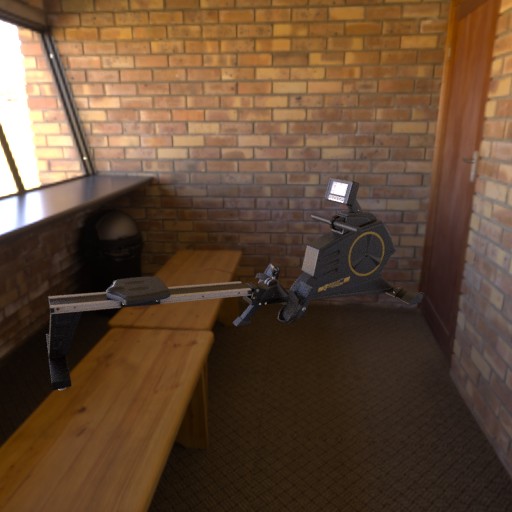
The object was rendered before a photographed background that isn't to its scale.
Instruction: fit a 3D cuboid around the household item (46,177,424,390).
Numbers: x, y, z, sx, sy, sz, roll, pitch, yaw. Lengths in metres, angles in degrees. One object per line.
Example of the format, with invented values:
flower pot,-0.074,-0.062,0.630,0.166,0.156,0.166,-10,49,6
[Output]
household item,0.000,0.000,2.534,2.251,0.810,0.521,-8,18,-26
